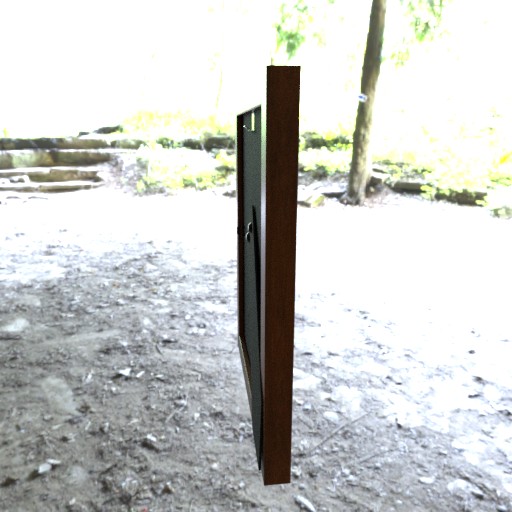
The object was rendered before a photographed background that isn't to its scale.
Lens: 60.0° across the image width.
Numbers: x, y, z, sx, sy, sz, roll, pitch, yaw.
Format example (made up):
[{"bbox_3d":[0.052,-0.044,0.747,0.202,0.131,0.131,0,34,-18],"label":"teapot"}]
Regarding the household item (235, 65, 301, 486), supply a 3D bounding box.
[{"bbox_3d":[0.000,0.000,0.347,0.020,0.250,0.200,-2,16,-7],"label":"household item"}]
